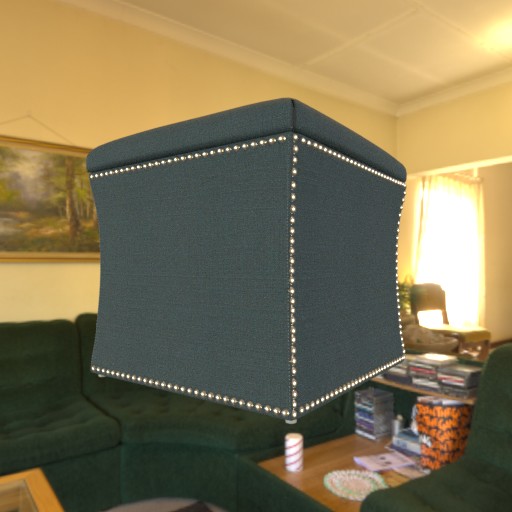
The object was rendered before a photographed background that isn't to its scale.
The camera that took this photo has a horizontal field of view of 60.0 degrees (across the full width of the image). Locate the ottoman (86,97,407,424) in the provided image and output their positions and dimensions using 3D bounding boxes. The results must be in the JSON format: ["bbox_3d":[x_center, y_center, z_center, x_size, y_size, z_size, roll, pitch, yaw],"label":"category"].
[{"bbox_3d":[0.000,0.000,0.921,0.497,0.475,0.507,-1,-1,36],"label":"ottoman"}]
